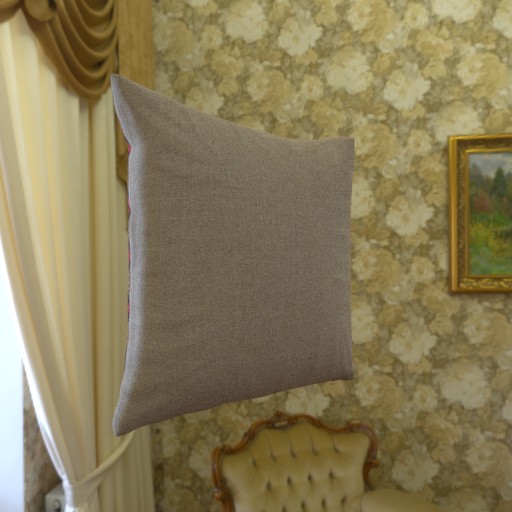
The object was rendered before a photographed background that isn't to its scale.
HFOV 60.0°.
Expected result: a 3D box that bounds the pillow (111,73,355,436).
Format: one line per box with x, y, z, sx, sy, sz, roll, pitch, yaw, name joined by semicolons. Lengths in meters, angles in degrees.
0.000;0.000;0.777;0.513;0.511;0.158;0;-1;-38;pillow
